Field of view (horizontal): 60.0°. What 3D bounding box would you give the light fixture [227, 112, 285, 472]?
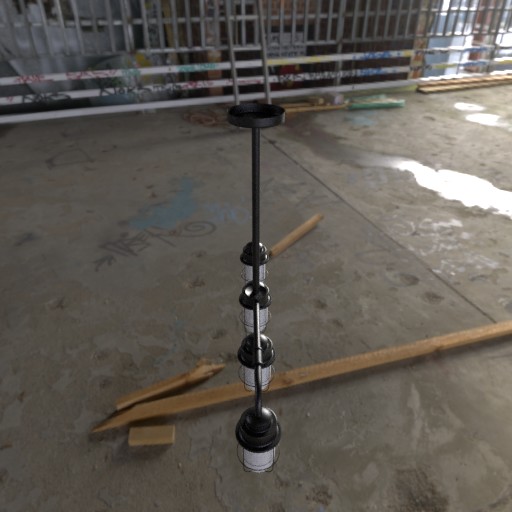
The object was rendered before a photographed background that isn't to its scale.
[{"bbox_3d":[0.000,0.000,1.217,0.131,0.785,0.852,0,33,-1],"label":"light fixture"}]
